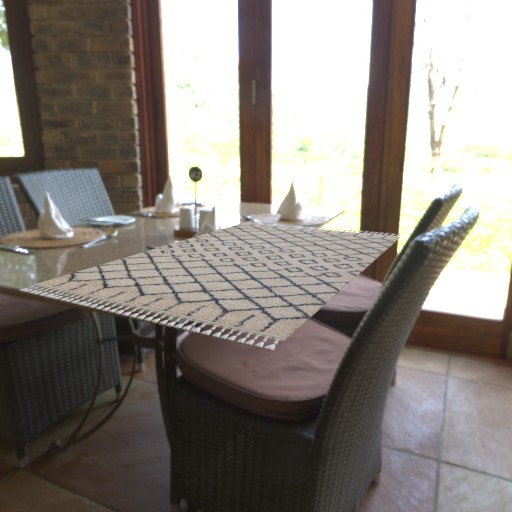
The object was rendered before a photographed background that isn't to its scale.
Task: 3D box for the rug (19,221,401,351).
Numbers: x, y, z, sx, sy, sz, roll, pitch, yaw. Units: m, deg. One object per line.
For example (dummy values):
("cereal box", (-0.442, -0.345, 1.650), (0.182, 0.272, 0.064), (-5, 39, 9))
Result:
("rug", (0.000, 0.000, 2.440), (1.196, 0.008, 2.006), (7, 16, 27))
